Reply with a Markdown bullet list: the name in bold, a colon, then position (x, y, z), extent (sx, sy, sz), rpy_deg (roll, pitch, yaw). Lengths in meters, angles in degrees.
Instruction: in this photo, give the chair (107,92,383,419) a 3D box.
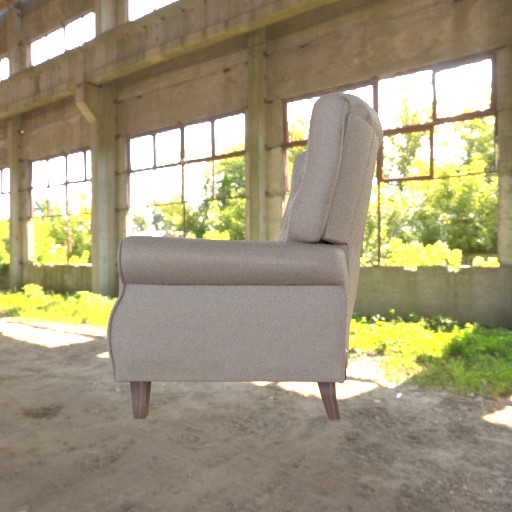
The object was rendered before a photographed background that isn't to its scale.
- **chair**: position (0.000, 0.000, 1.903), extent (1.041, 1.138, 0.999), rpy_deg (0, 0, 1)
